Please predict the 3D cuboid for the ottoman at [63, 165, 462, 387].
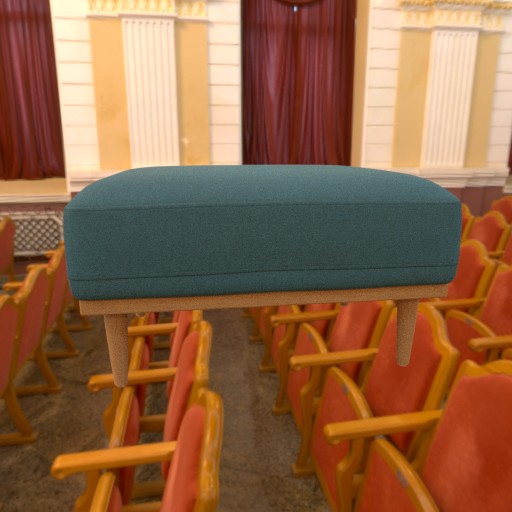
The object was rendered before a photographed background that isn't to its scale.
[{"bbox_3d":[0.000,0.000,1.075,0.749,0.428,0.549,-2,14,-8],"label":"ottoman"}]
